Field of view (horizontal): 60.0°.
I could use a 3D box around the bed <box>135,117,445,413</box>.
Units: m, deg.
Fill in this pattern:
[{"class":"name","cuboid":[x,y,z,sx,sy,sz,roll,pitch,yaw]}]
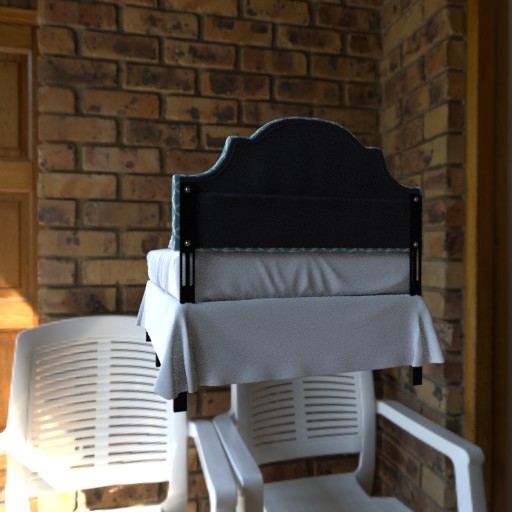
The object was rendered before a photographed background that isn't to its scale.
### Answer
[{"class":"bed","cuboid":[0.000,0.000,3.499,1.780,1.633,2.222,0,1,-18]}]
